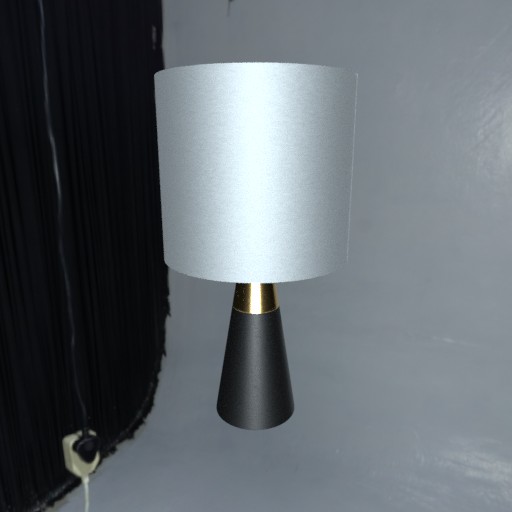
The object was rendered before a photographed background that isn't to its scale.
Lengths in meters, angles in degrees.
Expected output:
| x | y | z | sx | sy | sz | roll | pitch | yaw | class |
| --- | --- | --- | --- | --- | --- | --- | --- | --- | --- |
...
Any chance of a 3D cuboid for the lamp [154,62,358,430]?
| x | y | z | sx | sy | sz | roll | pitch | yaw | class |
| --- | --- | --- | --- | --- | --- | --- | --- | --- | --- |
| 0.000 | 0.000 | 0.759 | 0.308 | 0.580 | 0.308 | 8 | 17 | 27 | lamp |
